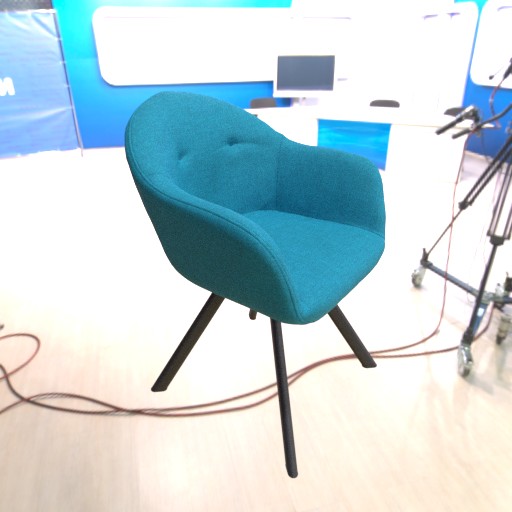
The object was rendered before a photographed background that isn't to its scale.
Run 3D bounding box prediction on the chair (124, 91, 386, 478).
[{"bbox_3d":[0.000,0.000,1.150,0.565,0.775,0.545,18,32,32],"label":"chair"}]
